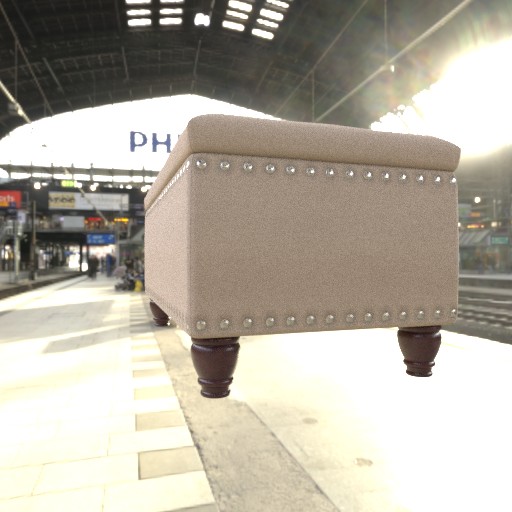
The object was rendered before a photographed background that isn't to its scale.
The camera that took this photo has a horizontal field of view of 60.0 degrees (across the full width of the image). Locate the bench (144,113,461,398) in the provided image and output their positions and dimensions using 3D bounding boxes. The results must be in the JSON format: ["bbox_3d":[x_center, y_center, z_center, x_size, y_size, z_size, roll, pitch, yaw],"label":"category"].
[{"bbox_3d":[0.000,0.000,1.141,0.500,0.449,0.887,0,0,-18],"label":"bench"}]
